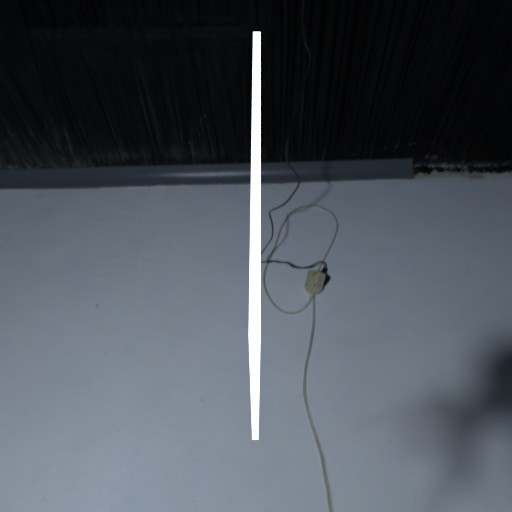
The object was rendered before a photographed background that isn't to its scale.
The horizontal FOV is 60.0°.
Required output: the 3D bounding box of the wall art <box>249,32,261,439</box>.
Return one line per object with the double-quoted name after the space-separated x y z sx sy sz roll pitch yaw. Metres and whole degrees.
0.000 0.000 0.889 0.013 0.584 0.584 0 57 0 "wall art"
